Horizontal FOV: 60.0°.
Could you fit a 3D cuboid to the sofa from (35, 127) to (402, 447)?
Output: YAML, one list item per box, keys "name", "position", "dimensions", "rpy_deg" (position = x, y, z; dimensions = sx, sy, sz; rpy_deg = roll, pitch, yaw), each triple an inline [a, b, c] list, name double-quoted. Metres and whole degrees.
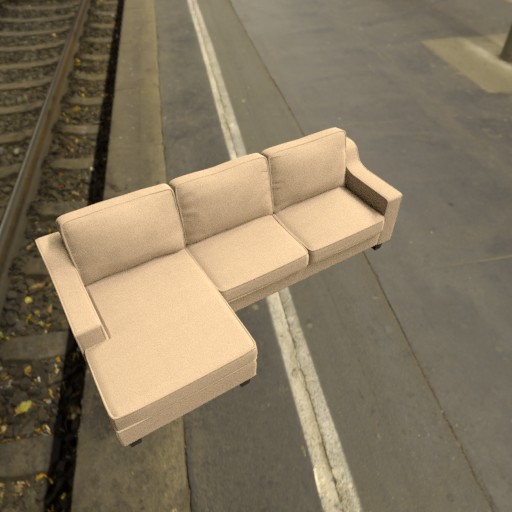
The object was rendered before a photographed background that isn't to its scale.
- name: "sofa"
  position: [0.000, 0.000, 3.129]
  dimensions: [2.561, 0.928, 1.294]
  rpy_deg: [-23, 48, -22]
